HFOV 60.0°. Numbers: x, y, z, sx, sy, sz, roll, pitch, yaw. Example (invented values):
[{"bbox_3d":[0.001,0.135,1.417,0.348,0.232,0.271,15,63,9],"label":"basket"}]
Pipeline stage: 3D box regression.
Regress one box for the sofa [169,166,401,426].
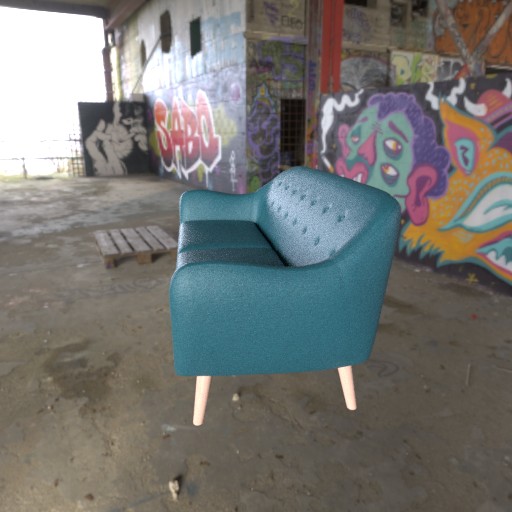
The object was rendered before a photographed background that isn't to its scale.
[{"bbox_3d":[0.000,0.000,2.291,0.820,0.836,1.840,-2,16,-8],"label":"sofa"}]
